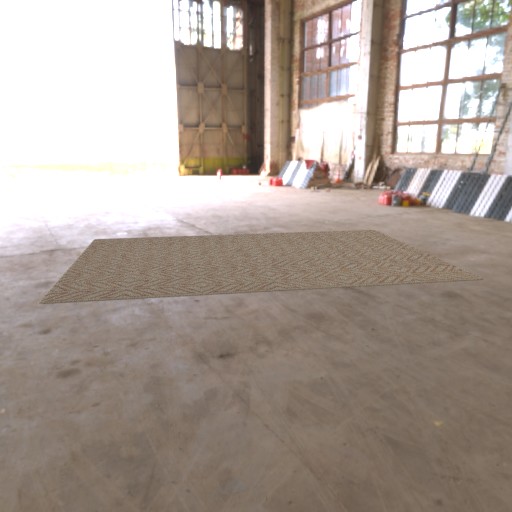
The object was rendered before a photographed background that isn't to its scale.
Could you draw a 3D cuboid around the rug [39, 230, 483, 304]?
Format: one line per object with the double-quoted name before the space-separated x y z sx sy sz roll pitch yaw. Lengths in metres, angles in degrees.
"rug" 0.000 0.000 3.105 2.438 0.008 1.523 -2 15 -9
